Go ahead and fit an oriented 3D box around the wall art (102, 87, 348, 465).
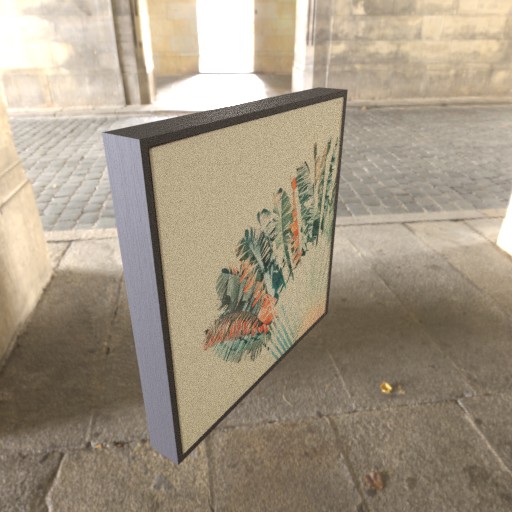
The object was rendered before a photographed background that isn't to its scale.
[{"bbox_3d":[0.000,0.000,0.462,0.036,0.300,0.302,18,32,31],"label":"wall art"}]
